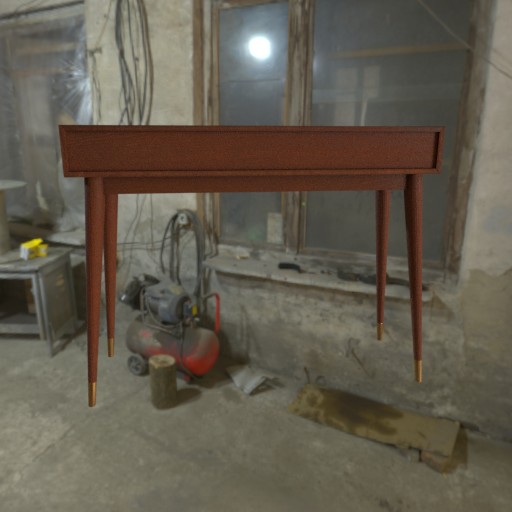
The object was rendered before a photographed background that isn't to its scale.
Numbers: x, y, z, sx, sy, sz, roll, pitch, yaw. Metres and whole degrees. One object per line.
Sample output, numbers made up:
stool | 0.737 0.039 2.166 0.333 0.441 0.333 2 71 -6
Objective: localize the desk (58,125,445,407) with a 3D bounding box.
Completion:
desk | 0.000 0.000 1.644 1.204 0.917 0.384 -2 15 -8
